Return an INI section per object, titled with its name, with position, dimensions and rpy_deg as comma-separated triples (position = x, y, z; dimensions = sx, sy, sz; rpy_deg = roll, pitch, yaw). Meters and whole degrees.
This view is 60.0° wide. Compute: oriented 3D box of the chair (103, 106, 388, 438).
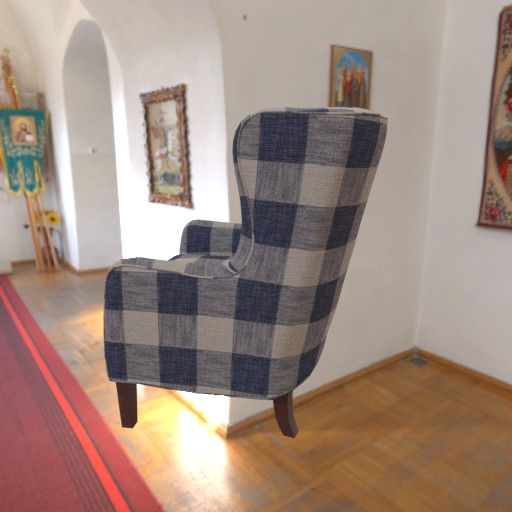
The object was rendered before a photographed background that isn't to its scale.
[chair]
position = 0.000, 0.000, 1.694
dimensions = 0.889, 1.041, 0.830
rpy_deg = 2, 14, 9
